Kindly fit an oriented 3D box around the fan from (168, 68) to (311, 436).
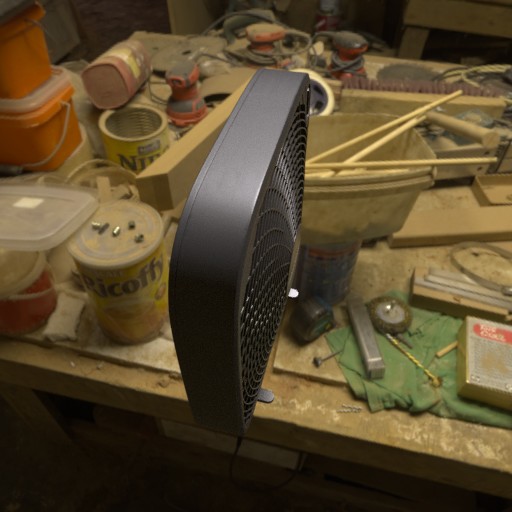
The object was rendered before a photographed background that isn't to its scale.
[{"bbox_3d":[0.000,0.000,0.792,0.142,0.533,0.526,10,48,9],"label":"fan"}]
